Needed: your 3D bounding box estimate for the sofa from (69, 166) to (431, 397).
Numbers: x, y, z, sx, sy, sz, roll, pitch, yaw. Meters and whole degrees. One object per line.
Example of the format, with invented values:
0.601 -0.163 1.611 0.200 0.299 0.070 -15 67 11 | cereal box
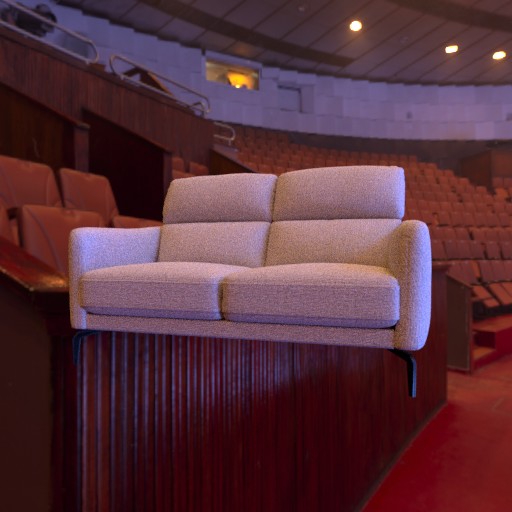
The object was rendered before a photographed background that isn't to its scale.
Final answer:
0.000 0.000 2.119 1.540 0.950 0.905 0 0 18 | sofa
